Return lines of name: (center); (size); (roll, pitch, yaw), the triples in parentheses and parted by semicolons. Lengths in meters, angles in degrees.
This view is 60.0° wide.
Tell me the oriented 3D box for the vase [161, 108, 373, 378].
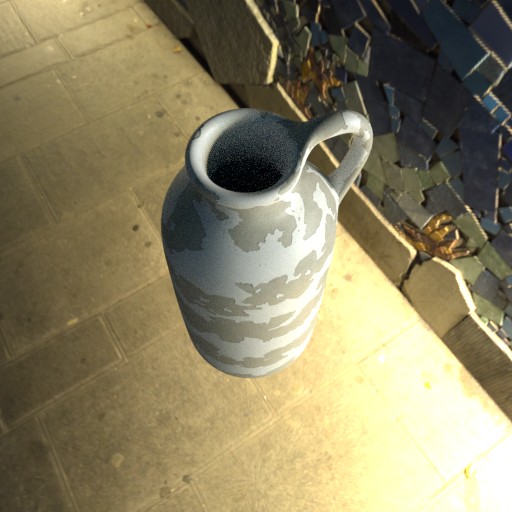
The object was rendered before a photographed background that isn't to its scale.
vase: (0.000, 0.000, 0.489); (0.203, 0.382, 0.186); (-16, 64, -8)
